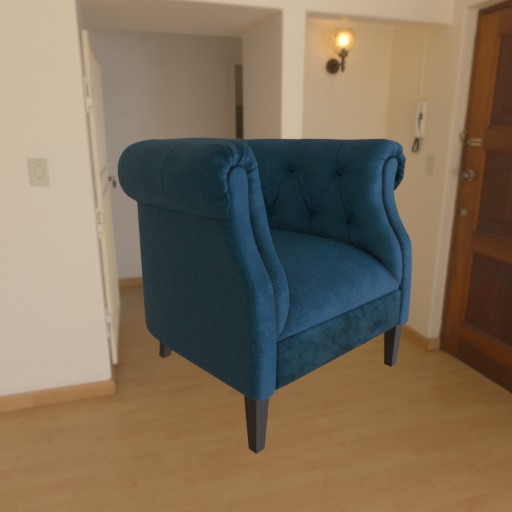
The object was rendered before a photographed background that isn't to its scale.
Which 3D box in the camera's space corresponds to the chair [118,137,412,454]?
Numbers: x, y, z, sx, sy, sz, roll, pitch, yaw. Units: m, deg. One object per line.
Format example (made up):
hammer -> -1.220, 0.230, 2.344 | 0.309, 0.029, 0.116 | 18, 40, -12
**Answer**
chair -> 0.000, 0.000, 1.603 | 0.904, 0.826, 0.851 | -14, 20, -41
